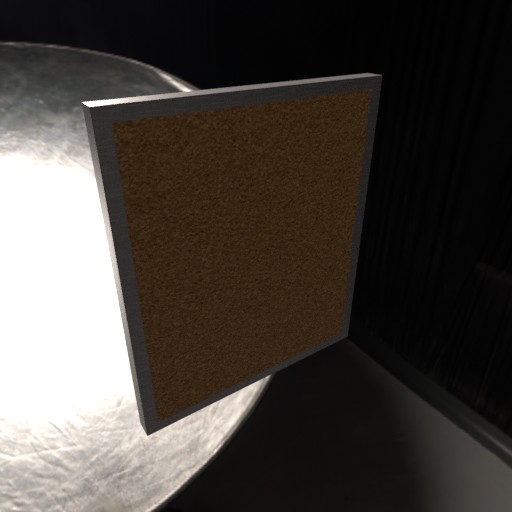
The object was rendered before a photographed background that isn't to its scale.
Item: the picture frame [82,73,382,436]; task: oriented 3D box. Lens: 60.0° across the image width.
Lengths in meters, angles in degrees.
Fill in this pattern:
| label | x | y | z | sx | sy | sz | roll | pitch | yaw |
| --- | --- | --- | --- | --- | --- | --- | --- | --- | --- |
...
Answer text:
| label | x | y | z | sx | sy | sz | roll | pitch | yaw |
| --- | --- | --- | --- | --- | --- | --- | --- | --- | --- |
| picture frame | 0.000 | 0.000 | 0.523 | 0.327 | 0.378 | 0.027 | -18 | 34 | -29 |
